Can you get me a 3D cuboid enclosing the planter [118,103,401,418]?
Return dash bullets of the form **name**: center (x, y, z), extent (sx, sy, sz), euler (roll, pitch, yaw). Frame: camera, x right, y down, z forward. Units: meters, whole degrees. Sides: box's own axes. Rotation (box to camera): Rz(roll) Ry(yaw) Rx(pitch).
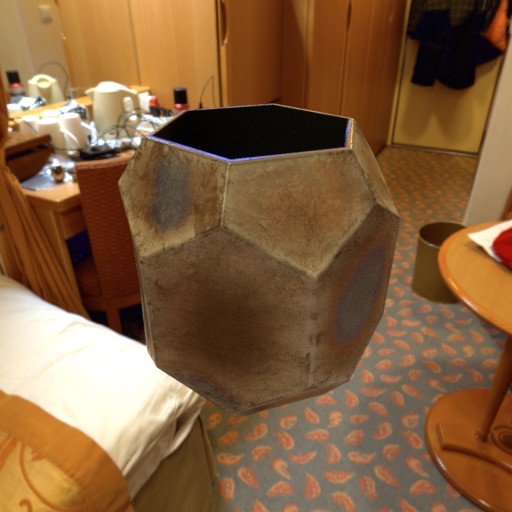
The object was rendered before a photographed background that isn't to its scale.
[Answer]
- **planter**: center (0.000, 0.000, 0.411), extent (0.221, 0.238, 0.243), euler (-10, 32, -16)
